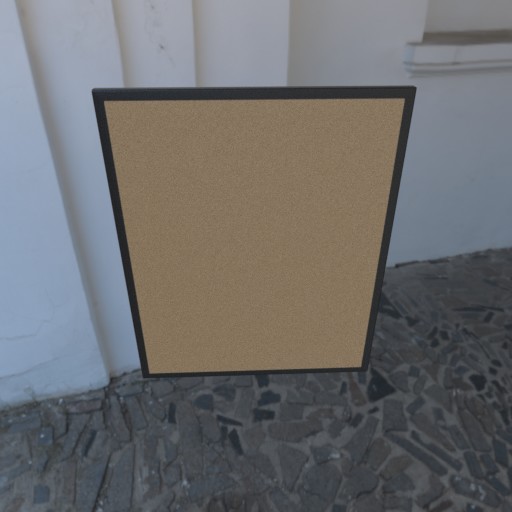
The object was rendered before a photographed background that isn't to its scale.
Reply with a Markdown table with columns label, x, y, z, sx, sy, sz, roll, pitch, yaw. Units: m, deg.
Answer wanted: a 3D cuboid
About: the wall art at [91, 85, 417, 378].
| label | x | y | z | sx | sy | sz | roll | pitch | yaw |
| --- | --- | --- | --- | --- | --- | --- | --- | --- | --- |
| wall art | 0.000 | 0.000 | 0.807 | 0.481 | 0.582 | 0.018 | -1 | 31 | -2 |
